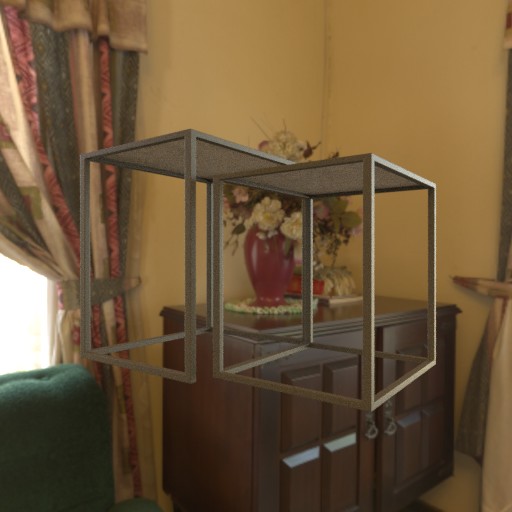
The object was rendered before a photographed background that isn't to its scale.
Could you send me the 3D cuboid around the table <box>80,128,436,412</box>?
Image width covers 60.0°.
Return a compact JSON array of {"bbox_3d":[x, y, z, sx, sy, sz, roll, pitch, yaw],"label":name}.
[{"bbox_3d":[0.000,0.000,1.150,0.788,0.540,0.508,0,0,36],"label":"table"}]
